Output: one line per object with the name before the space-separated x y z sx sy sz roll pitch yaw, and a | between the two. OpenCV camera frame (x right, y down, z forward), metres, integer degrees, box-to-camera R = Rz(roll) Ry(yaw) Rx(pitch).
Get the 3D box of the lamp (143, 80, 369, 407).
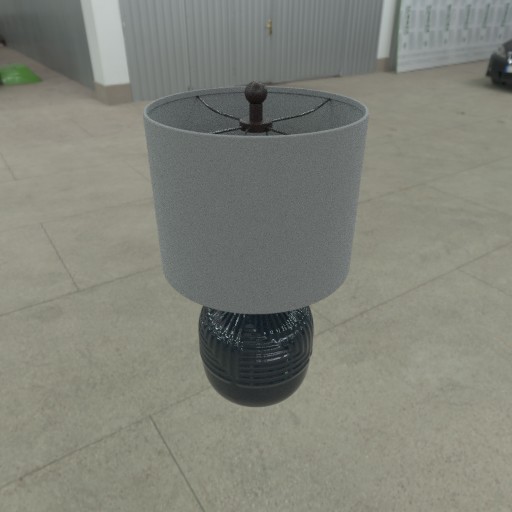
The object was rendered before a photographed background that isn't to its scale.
lamp | 0.000 0.000 0.762 0.318 0.567 0.318 0 31 0
